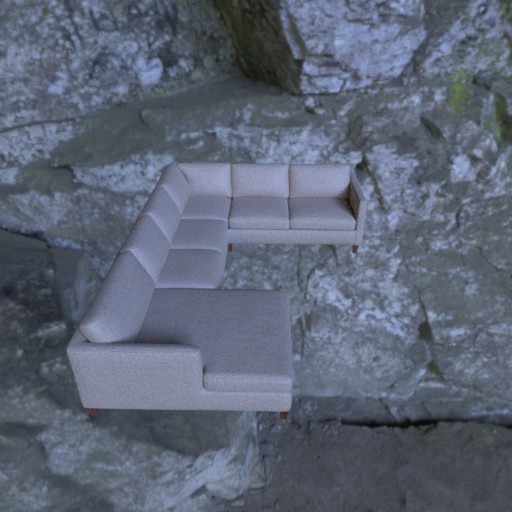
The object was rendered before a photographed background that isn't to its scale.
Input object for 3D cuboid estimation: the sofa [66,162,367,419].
[{"bbox_3d":[0.000,0.000,4.530,2.551,0.889,3.403,1,32,1],"label":"sofa"}]
